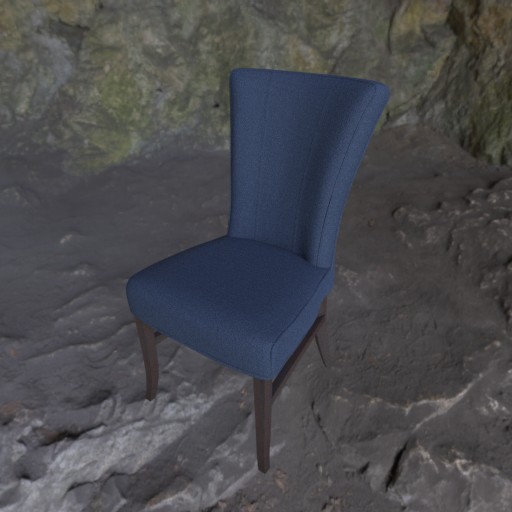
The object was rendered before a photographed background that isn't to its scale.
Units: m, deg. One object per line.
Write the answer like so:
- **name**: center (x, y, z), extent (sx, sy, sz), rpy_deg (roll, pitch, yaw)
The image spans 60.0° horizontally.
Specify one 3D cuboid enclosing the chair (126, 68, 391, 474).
- **chair**: center (0.000, 0.000, 1.359), extent (0.520, 0.991, 0.660), rpy_deg (19, 35, 29)
